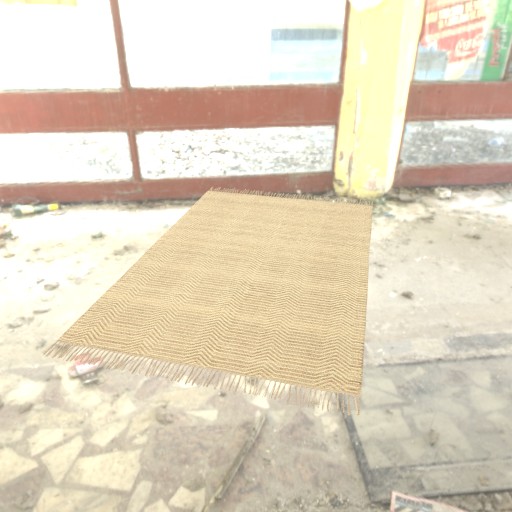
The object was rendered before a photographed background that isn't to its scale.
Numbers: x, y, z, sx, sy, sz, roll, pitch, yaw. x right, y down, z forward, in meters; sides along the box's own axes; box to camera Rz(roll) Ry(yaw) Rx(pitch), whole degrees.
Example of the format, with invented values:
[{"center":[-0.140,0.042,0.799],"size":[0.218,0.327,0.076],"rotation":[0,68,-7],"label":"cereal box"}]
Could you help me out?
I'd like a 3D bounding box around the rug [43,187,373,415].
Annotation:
[{"center":[0.000,0.000,2.457],"size":[1.224,0.027,2.021],"rotation":[7,29,13],"label":"rug"}]
